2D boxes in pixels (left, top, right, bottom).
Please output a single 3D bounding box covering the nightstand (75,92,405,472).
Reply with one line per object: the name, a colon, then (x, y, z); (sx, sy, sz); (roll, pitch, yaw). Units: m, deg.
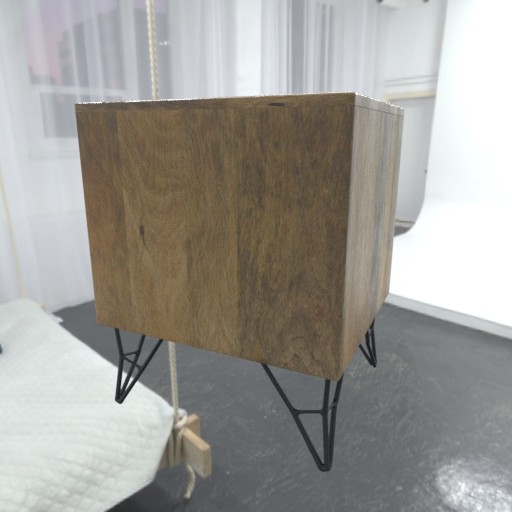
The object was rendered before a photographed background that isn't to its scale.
nightstand: (0.000, 0.000, 0.869); (0.457, 0.559, 0.406); (7, 17, 25)
